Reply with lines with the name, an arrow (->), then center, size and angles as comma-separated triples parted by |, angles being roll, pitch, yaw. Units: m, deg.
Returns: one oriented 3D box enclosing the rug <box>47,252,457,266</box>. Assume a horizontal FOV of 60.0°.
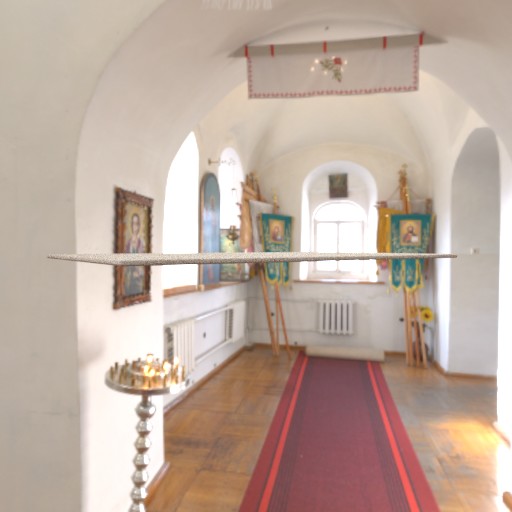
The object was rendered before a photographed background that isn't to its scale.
rug -> 0.000, 0.000, 3.511 | 2.743, 0.030, 1.778 | -1, 2, -35
